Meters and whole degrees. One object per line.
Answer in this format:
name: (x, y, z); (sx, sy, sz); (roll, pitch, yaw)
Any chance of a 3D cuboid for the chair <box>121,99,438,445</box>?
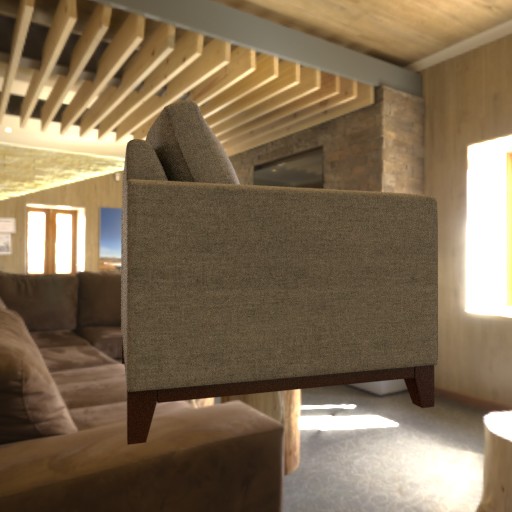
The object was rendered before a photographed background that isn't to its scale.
chair: (0.000, 0.000, 1.808); (1.038, 1.010, 1.024); (0, 0, -18)
